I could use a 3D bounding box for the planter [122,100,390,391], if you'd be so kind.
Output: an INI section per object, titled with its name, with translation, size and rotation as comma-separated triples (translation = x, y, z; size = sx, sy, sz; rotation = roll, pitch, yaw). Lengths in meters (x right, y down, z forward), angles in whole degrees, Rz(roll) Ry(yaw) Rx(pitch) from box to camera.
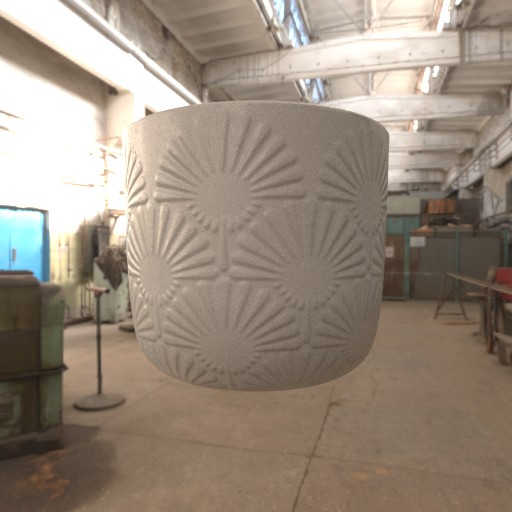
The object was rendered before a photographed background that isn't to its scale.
[planter]
translation = 0.000, 0.000, 0.215
size = 0.124, 0.109, 0.124
rotation = 0, 0, 0
